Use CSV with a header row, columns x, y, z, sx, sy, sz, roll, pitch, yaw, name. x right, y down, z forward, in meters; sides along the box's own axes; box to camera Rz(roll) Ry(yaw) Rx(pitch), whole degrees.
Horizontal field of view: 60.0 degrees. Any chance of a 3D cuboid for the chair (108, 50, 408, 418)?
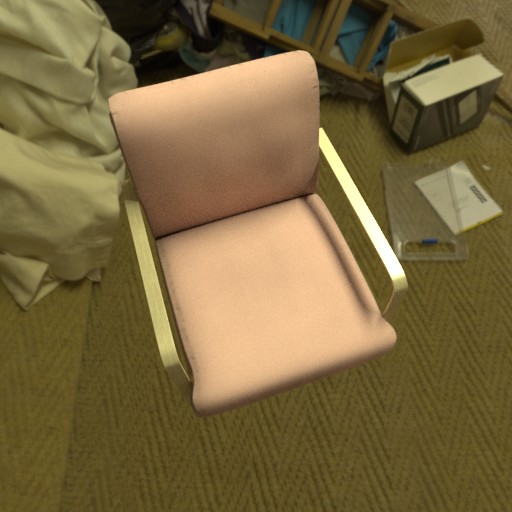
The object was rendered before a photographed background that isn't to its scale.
x,y,z,sx,sy,sz,roll,pitch,yaw,name
0.000,0.000,1.459,0.701,0.823,0.848,-17,66,-8,chair
